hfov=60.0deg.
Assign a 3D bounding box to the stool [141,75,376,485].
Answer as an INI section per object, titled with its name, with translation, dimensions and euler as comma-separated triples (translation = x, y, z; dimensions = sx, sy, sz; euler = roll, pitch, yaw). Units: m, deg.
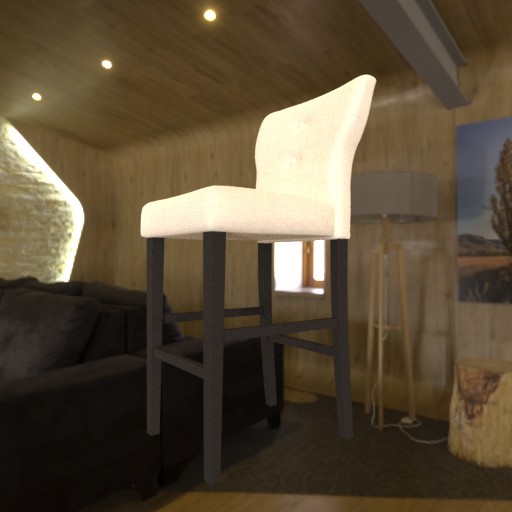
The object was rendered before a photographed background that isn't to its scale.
[stool]
translation = 0.000, 0.000, 1.404
dimensions = 0.603, 1.124, 0.516
euler = 0, -1, -36
